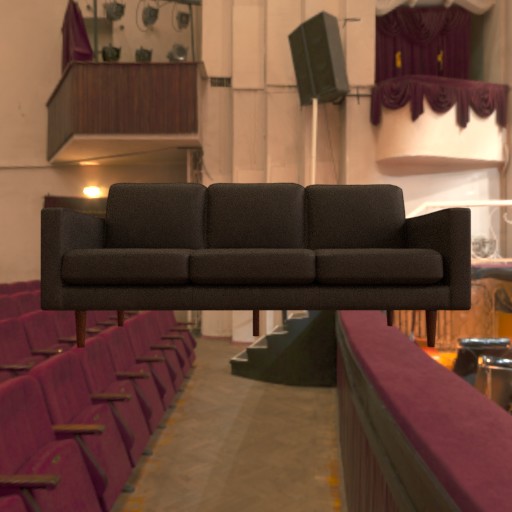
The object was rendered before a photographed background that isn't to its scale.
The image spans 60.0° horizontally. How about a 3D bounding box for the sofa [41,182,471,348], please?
[{"bbox_3d":[0.000,0.000,2.476,2.029,0.899,0.879,0,0,0],"label":"sofa"}]
